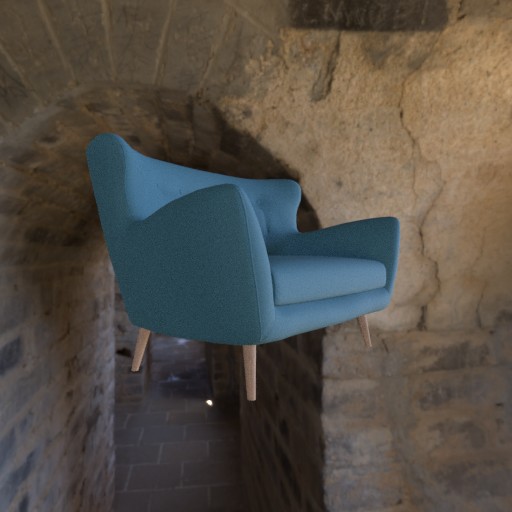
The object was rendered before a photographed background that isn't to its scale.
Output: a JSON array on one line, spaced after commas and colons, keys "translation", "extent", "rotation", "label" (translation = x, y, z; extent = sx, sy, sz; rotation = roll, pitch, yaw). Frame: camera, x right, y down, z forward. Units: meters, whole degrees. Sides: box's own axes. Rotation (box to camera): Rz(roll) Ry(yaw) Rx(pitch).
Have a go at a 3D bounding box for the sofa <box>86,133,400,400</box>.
[{"translation": [0.000, 0.000, 1.970], "extent": [0.889, 0.889, 1.397], "rotation": [0, 0, 36], "label": "sofa"}]
